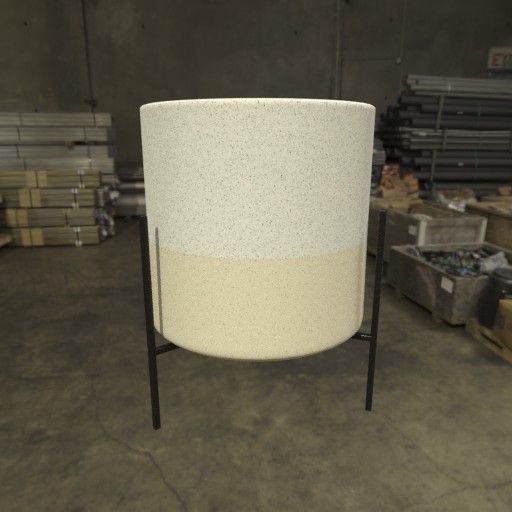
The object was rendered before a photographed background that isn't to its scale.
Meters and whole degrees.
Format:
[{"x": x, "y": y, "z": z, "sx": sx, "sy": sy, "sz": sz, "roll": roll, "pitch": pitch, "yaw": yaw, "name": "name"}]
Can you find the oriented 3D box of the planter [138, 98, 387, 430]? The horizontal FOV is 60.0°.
[{"x": 0.000, "y": 0.000, "z": 0.665, "sx": 0.313, "sy": 0.423, "sz": 0.335, "roll": -2, "pitch": 15, "yaw": -8, "name": "planter"}]
